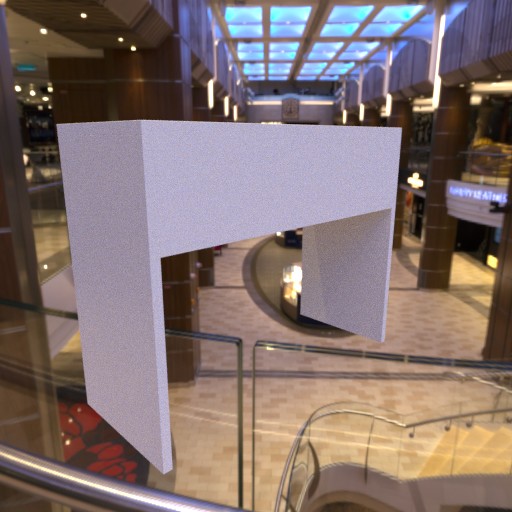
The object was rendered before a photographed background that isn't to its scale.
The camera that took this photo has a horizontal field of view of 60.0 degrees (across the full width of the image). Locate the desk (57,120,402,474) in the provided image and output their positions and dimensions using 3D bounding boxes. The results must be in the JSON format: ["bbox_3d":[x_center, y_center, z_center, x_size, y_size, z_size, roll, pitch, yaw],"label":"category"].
[{"bbox_3d":[0.000,0.000,1.407,1.000,0.790,0.400,-14,21,-43],"label":"desk"}]
